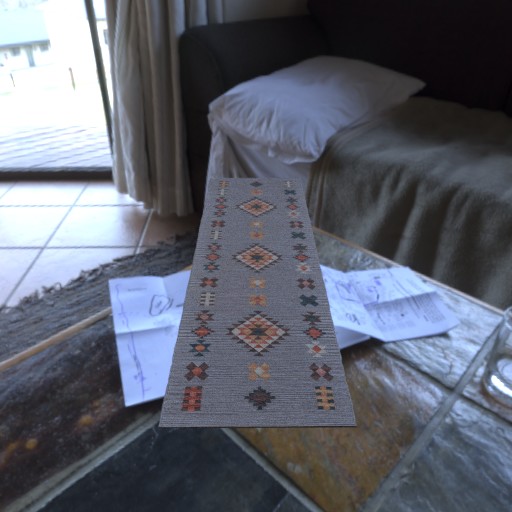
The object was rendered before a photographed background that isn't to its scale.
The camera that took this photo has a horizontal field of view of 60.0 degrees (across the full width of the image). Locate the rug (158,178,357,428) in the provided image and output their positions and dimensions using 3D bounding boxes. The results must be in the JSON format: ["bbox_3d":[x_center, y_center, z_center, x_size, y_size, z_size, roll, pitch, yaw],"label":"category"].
[{"bbox_3d":[0.000,0.000,2.719,0.766,0.008,2.432,0,33,0],"label":"rug"}]
